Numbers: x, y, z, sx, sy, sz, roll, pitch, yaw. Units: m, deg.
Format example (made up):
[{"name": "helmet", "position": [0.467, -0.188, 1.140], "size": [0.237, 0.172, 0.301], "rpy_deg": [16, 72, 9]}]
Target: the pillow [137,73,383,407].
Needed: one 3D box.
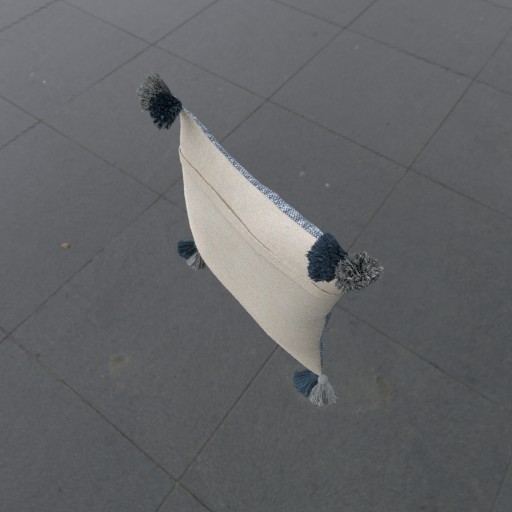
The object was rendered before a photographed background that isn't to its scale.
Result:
[{"name": "pillow", "position": [0.000, 0.000, 0.943], "size": [0.138, 0.634, 0.614], "rpy_deg": [-34, 64, -20]}]
